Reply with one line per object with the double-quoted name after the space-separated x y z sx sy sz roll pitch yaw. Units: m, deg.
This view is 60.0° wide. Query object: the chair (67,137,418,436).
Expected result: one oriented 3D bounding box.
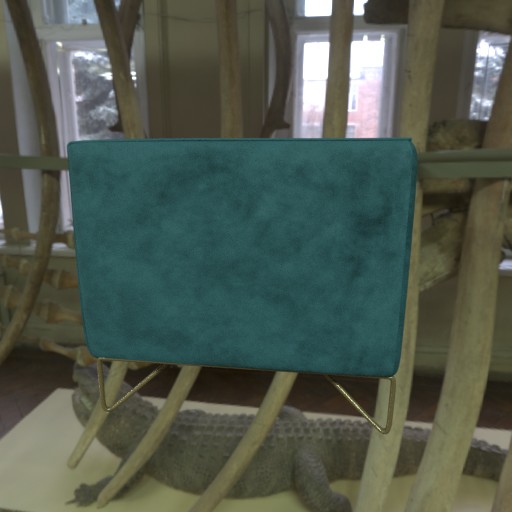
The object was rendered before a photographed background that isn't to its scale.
0.000 0.000 1.566 0.894 0.790 0.880 2 14 8 "chair"
